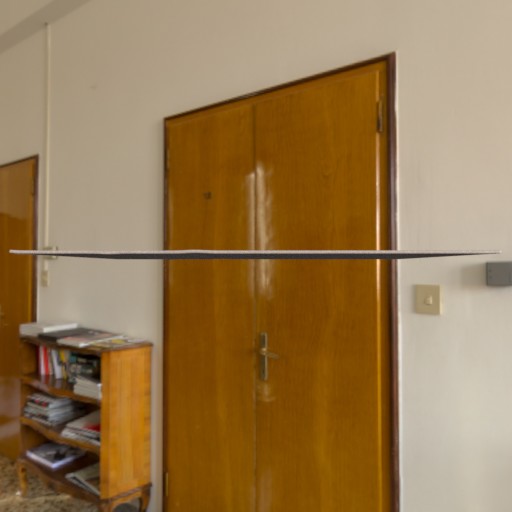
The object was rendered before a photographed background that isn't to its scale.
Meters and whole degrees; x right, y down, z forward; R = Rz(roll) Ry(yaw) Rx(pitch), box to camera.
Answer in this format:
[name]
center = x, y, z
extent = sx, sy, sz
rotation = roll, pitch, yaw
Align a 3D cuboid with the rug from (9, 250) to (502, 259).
[rug]
center = 0.000, 0.000, 2.822
extent = 2.290, 0.021, 1.540
rotation = 0, -1, 1
